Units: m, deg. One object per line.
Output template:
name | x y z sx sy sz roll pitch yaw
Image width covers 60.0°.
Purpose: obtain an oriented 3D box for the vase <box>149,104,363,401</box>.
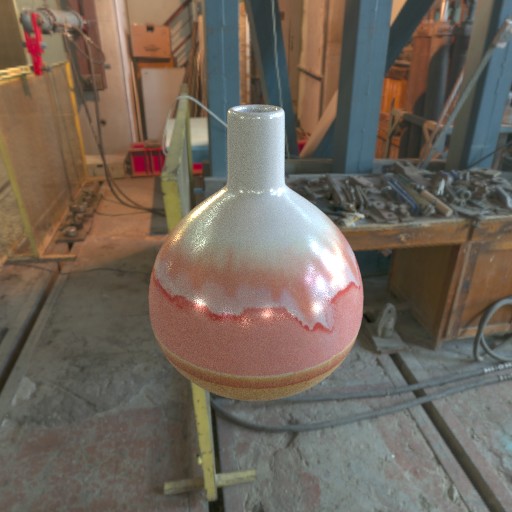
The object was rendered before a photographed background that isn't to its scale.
vase | 0.000 0.000 0.276 0.137 0.176 0.137 0 27 0
